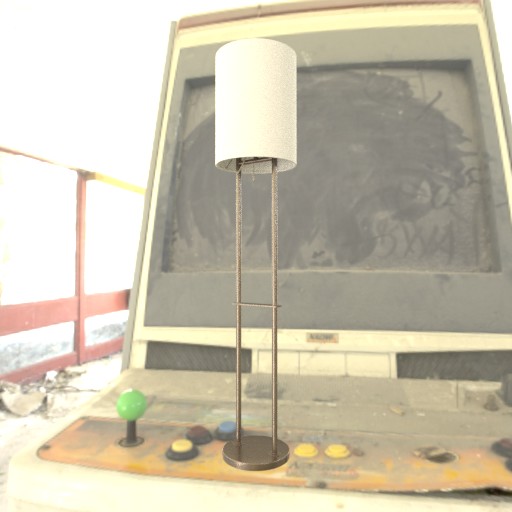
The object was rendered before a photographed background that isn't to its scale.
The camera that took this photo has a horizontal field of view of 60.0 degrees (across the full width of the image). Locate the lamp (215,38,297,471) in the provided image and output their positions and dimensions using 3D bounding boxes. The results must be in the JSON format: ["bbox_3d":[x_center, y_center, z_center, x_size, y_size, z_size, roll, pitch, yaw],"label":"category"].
[{"bbox_3d":[0.000,0.000,1.674,0.306,1.500,0.305,0,-1,35],"label":"lamp"}]
